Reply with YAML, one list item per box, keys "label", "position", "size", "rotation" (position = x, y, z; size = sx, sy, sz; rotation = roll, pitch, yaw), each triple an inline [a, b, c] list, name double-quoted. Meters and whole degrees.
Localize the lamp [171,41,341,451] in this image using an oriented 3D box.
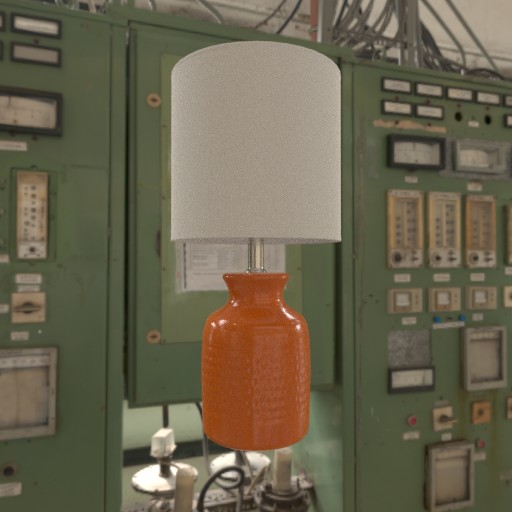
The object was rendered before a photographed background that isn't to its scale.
- label: "lamp"
  position: [0.000, 0.000, 1.106]
  size: [0.418, 0.871, 0.418]
  rotation: [0, 0, -17]
